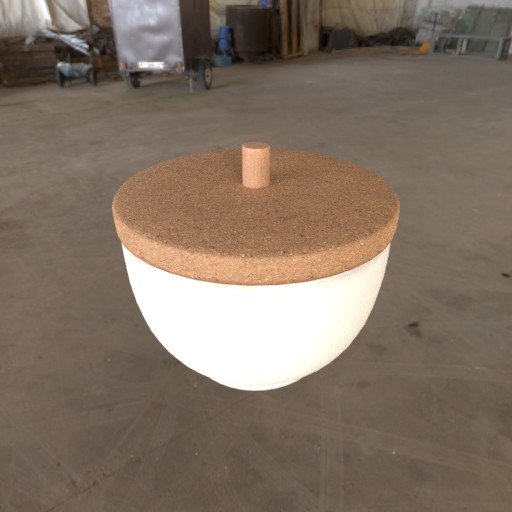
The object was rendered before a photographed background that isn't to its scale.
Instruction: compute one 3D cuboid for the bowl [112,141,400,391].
[{"bbox_3d":[0.000,0.000,0.218,0.126,0.110,0.126,0,30,0],"label":"bowl"}]
